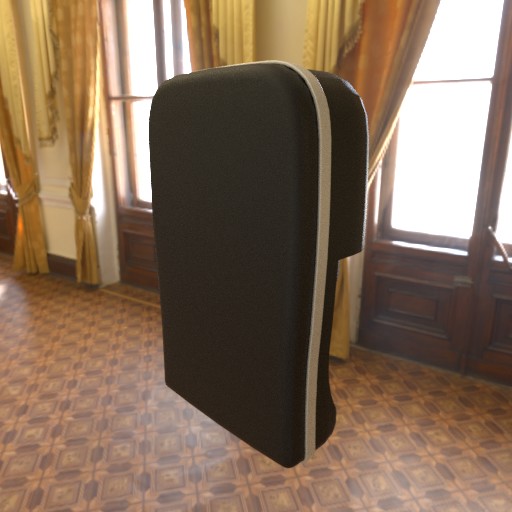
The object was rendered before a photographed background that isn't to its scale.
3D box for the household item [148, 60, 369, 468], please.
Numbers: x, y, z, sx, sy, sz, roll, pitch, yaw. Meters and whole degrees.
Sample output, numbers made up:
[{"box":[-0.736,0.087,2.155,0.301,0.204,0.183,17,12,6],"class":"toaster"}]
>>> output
[{"box":[0.000,0.000,0.147,0.038,0.114,0.070,-15,22,-42],"class":"household item"}]
